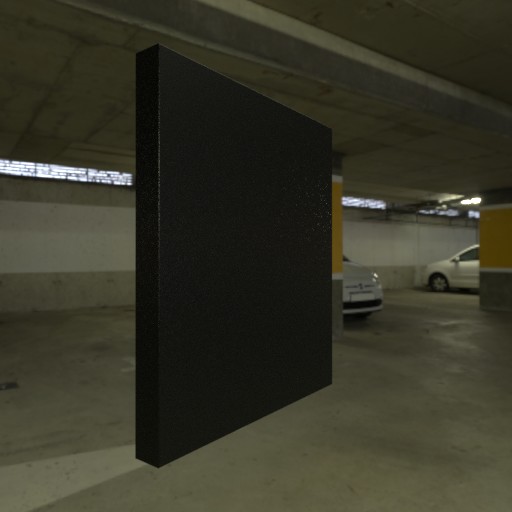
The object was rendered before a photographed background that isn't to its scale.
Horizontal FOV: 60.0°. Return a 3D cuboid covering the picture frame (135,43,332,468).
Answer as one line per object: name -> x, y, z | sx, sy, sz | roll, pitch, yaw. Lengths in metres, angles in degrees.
picture frame -> 0.000, 0.000, 0.534 | 0.034, 0.378, 0.328 | 0, 0, 37
